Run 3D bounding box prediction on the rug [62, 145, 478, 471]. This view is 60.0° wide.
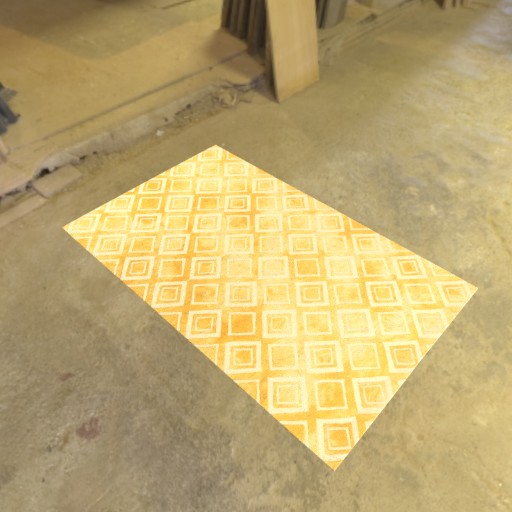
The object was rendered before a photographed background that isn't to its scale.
[{"bbox_3d":[0.000,0.000,2.993,2.424,0.010,1.511,34,55,29],"label":"rug"}]
